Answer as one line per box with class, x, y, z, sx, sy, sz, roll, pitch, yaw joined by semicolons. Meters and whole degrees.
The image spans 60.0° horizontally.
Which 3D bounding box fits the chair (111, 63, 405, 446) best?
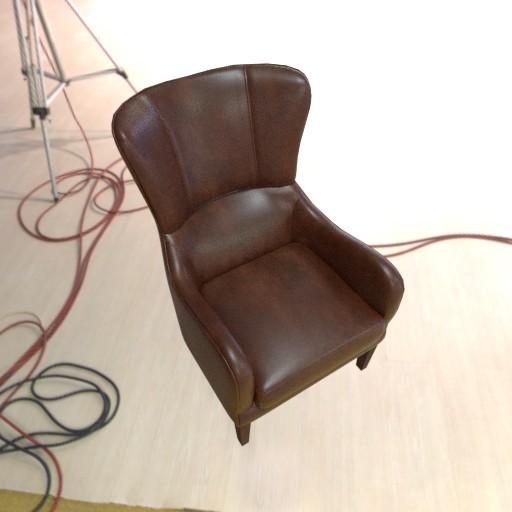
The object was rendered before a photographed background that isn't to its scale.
chair;0.000;0.000;1.635;0.692;1.048;0.914;-25;52;-21
